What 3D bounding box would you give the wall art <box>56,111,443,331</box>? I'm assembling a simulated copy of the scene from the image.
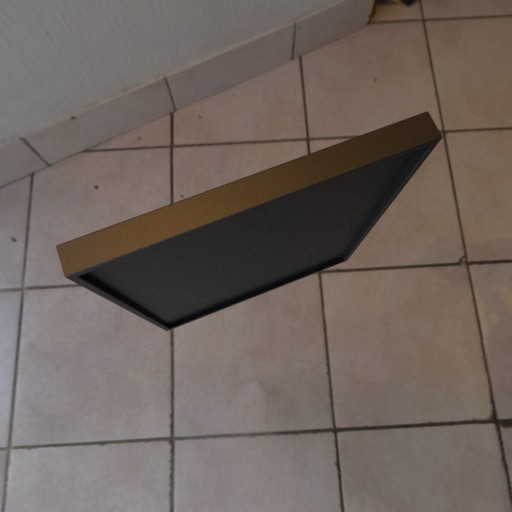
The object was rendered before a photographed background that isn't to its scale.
[{"bbox_3d":[0.000,0.000,0.761,0.449,0.555,0.039,-21,76,-6],"label":"wall art"}]
